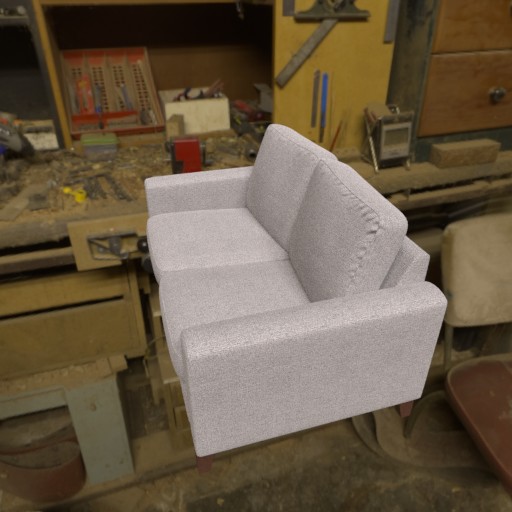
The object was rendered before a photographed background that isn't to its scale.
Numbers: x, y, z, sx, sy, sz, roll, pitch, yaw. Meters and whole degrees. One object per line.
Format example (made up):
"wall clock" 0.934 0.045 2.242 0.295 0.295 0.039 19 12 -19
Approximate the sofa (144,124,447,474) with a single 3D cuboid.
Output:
"sofa" 0.000 0.000 2.018 0.917 0.873 1.420 -9 33 -14
